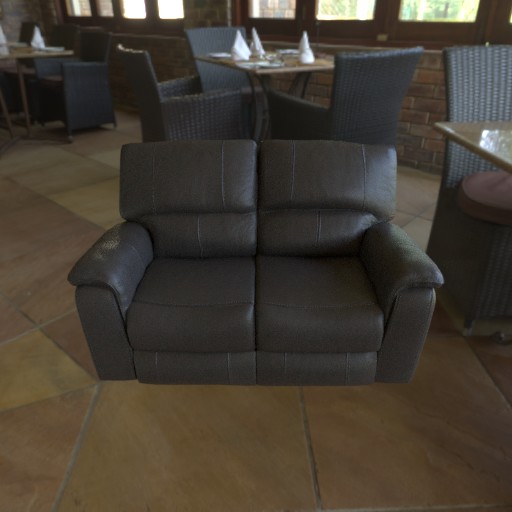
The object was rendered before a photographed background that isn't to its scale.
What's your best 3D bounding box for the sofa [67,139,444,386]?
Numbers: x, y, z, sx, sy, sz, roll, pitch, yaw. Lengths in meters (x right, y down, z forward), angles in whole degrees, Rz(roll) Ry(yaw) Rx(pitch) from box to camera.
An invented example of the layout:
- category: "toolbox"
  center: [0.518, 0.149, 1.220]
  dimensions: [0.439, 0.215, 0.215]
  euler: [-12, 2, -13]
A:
- category: "sofa"
  center: [0.000, 0.000, 2.504]
  dimensions: [1.765, 1.111, 1.104]
  euler: [0, 29, 1]
